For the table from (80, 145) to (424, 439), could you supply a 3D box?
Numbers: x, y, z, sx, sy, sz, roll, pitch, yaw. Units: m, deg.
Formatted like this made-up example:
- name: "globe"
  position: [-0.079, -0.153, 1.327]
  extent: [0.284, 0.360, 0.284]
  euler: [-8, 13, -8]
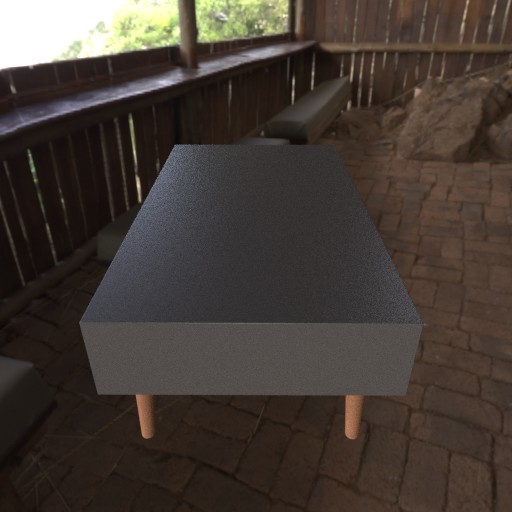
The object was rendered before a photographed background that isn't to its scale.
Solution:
- name: "table"
  position: [0.000, 0.000, 1.505]
  extent: [0.703, 0.404, 1.201]
  euler: [0, 31, 0]
